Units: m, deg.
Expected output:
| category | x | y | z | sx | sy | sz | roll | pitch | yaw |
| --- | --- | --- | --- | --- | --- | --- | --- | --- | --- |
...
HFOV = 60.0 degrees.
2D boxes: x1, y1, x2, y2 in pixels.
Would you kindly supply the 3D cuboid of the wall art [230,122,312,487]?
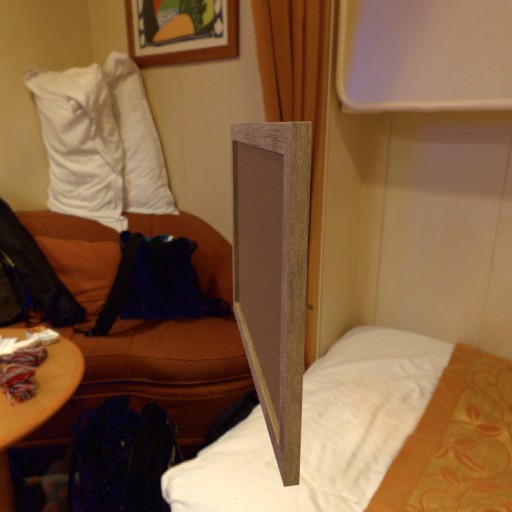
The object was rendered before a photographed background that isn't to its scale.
| category | x | y | z | sx | sy | sz | roll | pitch | yaw |
| --- | --- | --- | --- | --- | --- | --- | --- | --- | --- |
| wall art | 0.000 | 0.000 | 0.931 | 0.026 | 0.535 | 0.690 | -3 | 17 | -9 |
